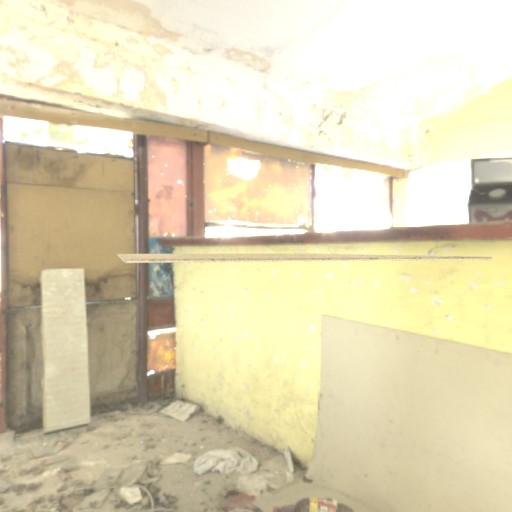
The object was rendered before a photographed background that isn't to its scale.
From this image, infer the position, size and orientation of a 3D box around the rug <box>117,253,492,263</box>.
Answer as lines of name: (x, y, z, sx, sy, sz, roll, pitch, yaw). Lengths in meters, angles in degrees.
rug: (0.000, 0.000, 4.104, 2.420, 0.019, 3.038, 0, 1, -18)
